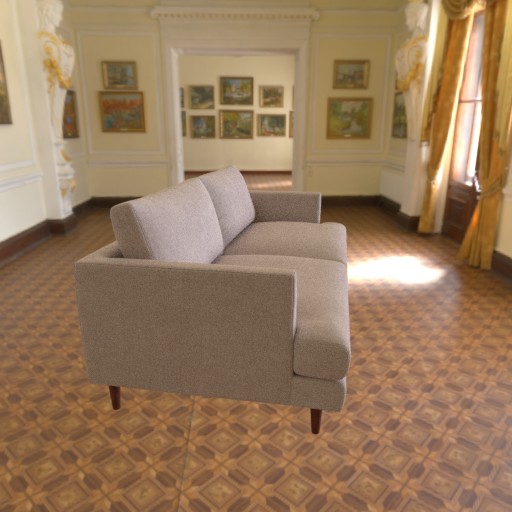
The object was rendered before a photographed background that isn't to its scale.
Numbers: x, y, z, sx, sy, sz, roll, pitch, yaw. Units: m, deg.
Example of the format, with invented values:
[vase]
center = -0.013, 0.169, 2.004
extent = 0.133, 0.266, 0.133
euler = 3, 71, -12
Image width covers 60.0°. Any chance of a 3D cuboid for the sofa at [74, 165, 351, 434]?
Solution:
[sofa]
center = 0.000, 0.000, 2.498
extent = 1.020, 0.868, 1.948
euler = 3, 17, 10
